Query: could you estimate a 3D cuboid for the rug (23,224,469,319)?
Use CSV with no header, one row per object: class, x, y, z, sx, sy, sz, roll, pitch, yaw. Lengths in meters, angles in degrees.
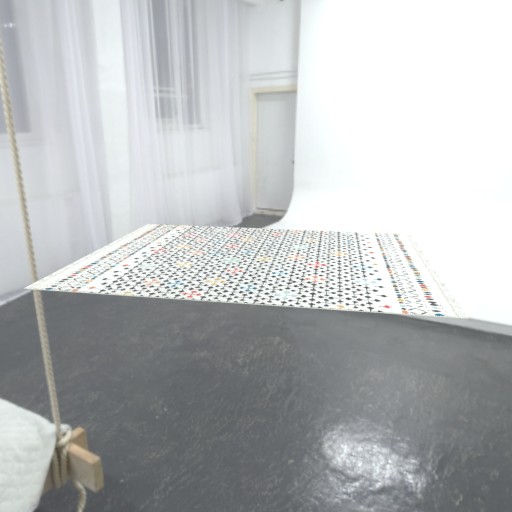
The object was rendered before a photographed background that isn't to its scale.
rug,0.000,0.000,4.233,3.196,0.007,2.354,3,17,10
